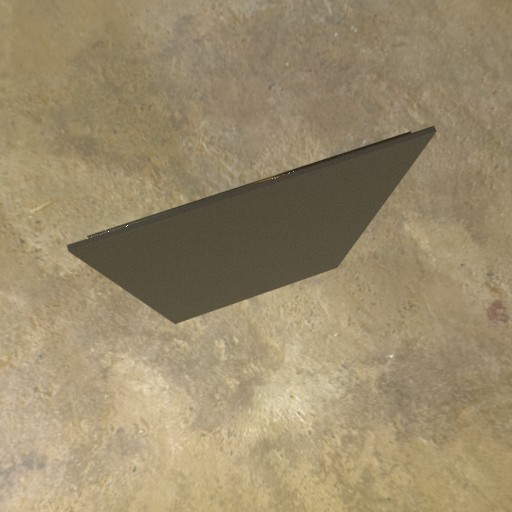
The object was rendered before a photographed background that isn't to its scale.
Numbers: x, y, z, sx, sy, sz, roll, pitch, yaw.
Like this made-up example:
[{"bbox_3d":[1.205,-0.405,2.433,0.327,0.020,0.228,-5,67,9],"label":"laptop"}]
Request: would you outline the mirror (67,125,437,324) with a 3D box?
[{"bbox_3d":[0.000,0.000,1.139,0.613,0.914,0.039,-19,75,-5],"label":"mirror"}]
